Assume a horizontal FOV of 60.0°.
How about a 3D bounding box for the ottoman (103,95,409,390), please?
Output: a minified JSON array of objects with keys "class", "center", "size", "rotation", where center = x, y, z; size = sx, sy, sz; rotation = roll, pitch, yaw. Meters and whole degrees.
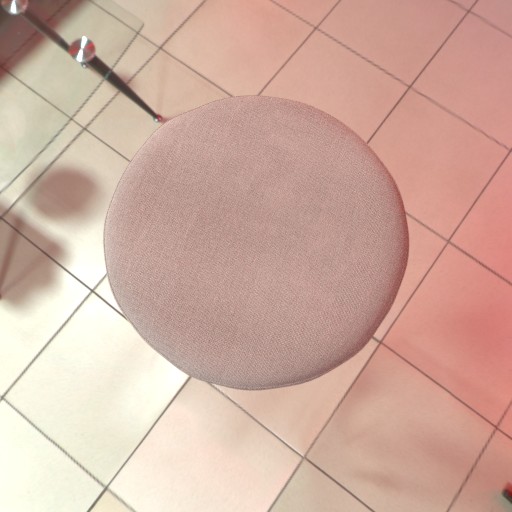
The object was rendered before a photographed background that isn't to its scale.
[{"class":"ottoman","center":[0.000,0.000,0.878],"size":[0.497,0.409,0.497],"rotation":[0,76,0]}]
